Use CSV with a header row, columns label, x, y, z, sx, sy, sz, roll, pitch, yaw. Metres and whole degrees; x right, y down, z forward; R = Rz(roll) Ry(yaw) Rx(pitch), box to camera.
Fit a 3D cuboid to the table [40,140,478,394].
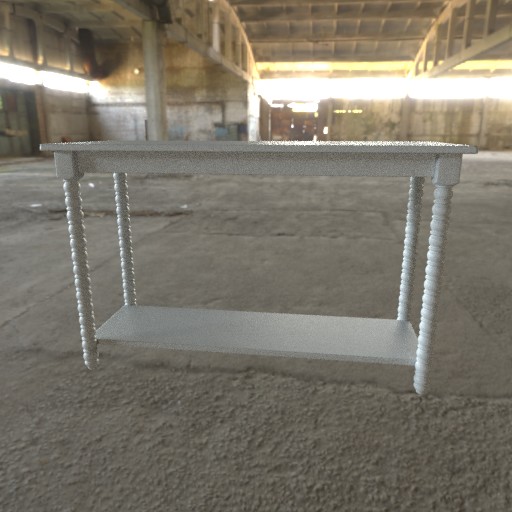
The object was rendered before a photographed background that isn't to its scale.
label,x,y,z,sx,sy,sz,roll,pitch,yaw
table,0.000,0.000,1.493,1.184,0.740,0.459,2,16,8
